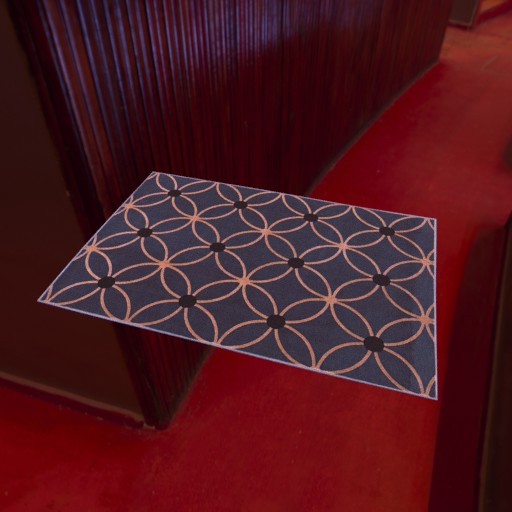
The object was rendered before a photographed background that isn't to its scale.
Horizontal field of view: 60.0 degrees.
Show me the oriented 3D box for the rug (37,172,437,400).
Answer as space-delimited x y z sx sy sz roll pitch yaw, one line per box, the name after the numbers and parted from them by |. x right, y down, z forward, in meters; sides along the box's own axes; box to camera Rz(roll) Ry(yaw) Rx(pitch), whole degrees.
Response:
0.000 0.000 2.929 2.284 0.008 1.522 11 43 12 | rug
